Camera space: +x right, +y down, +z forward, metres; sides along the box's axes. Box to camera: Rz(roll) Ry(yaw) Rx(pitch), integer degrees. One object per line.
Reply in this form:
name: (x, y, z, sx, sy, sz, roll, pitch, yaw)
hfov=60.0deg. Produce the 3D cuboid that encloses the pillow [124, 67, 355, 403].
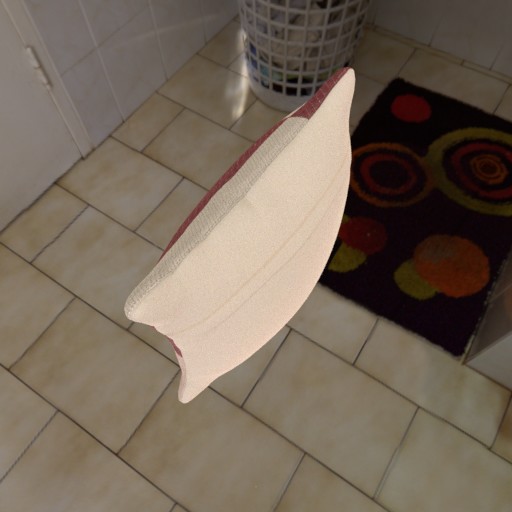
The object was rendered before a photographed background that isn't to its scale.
pillow: (0.000, 0.000, 0.810, 0.229, 0.506, 0.536, 32, 67, 16)
